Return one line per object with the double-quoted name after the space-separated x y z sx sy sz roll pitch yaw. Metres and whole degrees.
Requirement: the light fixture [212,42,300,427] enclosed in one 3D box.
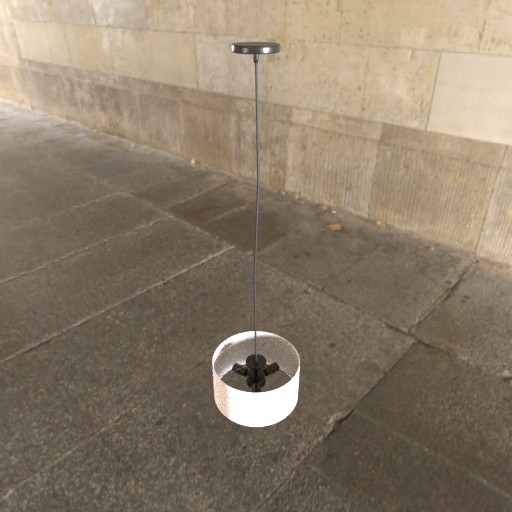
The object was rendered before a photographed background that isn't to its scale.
0.000 0.000 1.750 0.399 1.516 0.399 0 30 0 "light fixture"
